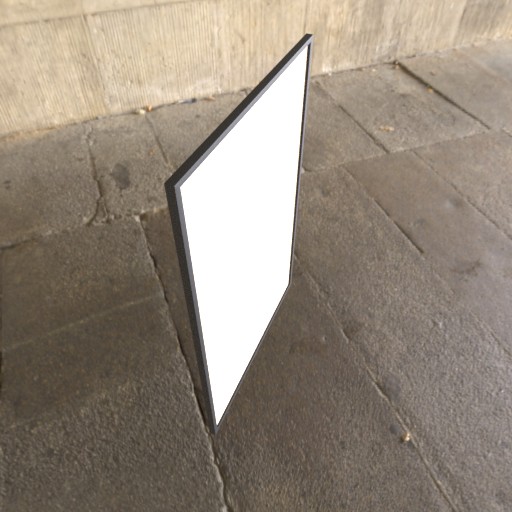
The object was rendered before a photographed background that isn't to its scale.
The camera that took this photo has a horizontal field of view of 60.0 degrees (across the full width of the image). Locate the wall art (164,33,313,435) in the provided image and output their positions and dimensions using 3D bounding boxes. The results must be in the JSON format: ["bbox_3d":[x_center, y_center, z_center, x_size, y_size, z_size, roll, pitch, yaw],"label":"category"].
[{"bbox_3d":[0.000,0.000,0.848,0.013,0.657,0.457,18,49,16],"label":"wall art"}]
